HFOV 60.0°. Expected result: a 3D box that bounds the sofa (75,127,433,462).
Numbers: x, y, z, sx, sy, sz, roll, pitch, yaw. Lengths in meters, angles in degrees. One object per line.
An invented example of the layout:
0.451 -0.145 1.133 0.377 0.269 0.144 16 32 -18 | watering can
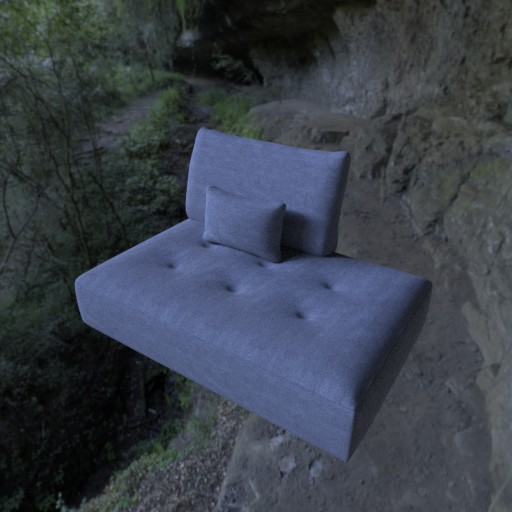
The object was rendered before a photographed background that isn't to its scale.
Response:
0.000 0.000 2.038 1.450 0.820 1.002 18 34 29 | sofa
